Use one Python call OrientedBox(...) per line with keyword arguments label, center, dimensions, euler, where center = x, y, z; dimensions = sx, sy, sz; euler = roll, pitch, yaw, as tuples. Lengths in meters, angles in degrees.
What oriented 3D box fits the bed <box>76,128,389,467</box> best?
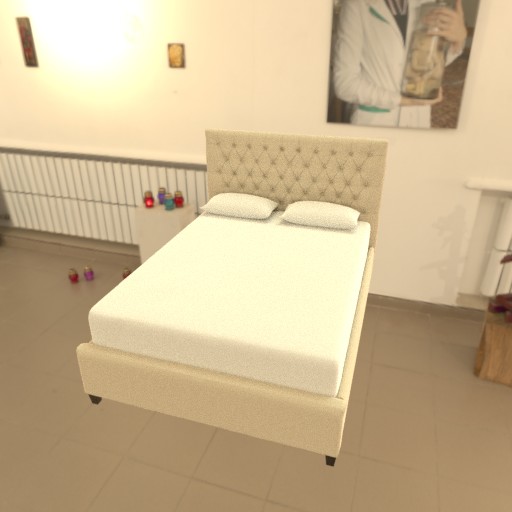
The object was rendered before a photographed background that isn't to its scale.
OrientedBox(label="bed", center=(0.000, 0.000, 3.367), dimensions=(1.696, 1.426, 2.233), euler=(8, 28, 16))
